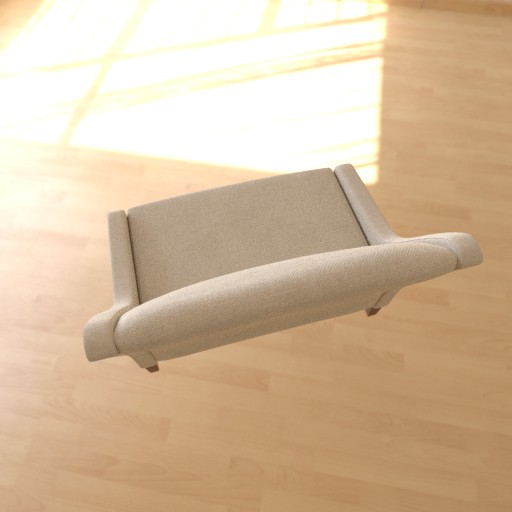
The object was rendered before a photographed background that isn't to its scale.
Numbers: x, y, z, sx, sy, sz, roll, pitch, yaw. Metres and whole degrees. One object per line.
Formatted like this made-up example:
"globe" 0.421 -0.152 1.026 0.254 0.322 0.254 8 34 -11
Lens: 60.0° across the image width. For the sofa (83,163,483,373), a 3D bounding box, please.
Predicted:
"sofa" 0.000 0.000 1.898 1.212 0.976 0.946 -13 59 -8
